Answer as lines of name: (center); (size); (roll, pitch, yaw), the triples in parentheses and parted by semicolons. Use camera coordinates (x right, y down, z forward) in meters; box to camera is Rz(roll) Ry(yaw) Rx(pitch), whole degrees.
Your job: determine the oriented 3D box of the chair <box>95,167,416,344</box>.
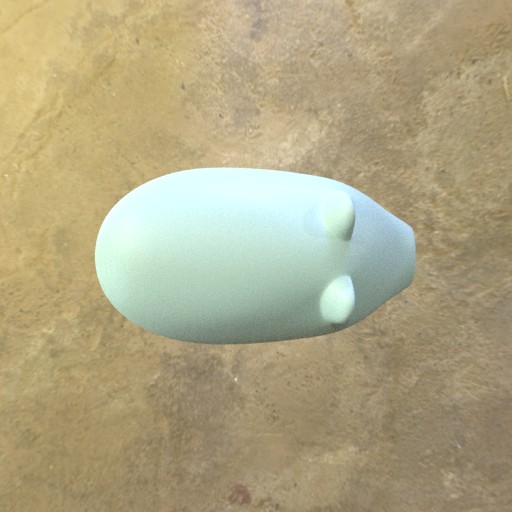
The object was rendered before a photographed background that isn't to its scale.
chair: (0.000, 0.000, 0.867); (0.619, 0.423, 0.364); (0, 91, 0)
